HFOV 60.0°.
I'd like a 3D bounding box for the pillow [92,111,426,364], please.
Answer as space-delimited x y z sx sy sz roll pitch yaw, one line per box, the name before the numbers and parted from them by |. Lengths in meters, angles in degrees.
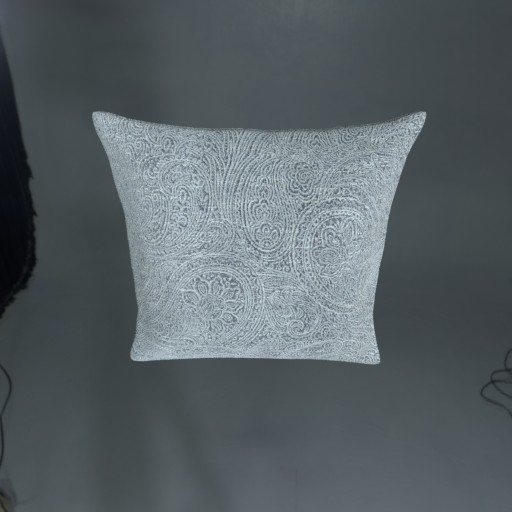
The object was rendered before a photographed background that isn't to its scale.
pillow | 0.000 0.000 0.806 0.523 0.510 0.166 0 30 0
